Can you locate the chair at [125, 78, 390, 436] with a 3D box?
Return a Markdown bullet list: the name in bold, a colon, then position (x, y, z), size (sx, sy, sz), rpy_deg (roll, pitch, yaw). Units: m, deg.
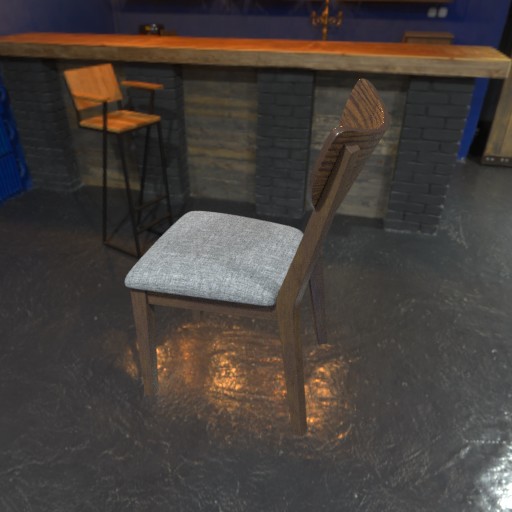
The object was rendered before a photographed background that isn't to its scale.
- **chair**: position (0.000, 0.000, 1.198), size (0.583, 0.849, 0.491), rpy_deg (9, 33, 14)
